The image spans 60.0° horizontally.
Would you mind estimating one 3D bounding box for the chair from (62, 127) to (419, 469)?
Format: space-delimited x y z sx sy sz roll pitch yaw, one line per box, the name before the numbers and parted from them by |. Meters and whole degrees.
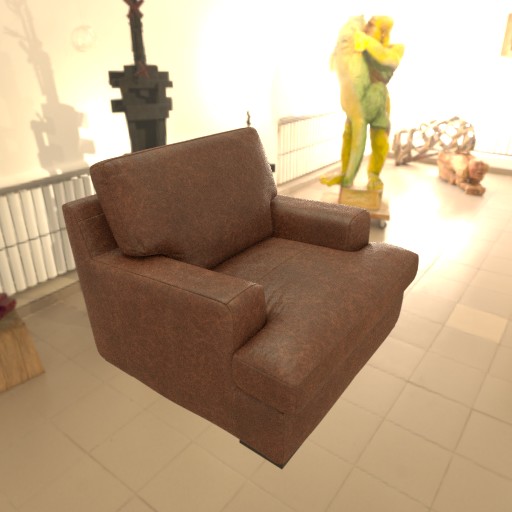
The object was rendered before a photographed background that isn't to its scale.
chair | 0.000 0.000 1.986 1.143 0.939 1.168 18 31 32
